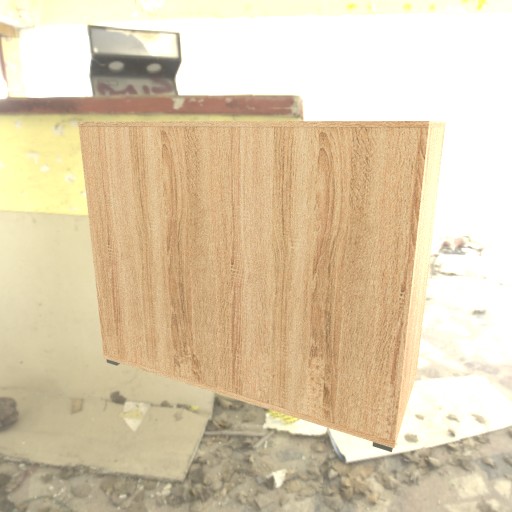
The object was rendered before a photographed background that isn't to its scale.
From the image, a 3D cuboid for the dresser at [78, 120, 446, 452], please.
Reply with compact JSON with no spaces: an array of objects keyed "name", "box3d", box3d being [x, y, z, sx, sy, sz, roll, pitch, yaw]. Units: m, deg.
[{"name":"dresser","box3d":[0.000,0.000,1.551,1.100,0.900,0.450,8,18,26]}]
